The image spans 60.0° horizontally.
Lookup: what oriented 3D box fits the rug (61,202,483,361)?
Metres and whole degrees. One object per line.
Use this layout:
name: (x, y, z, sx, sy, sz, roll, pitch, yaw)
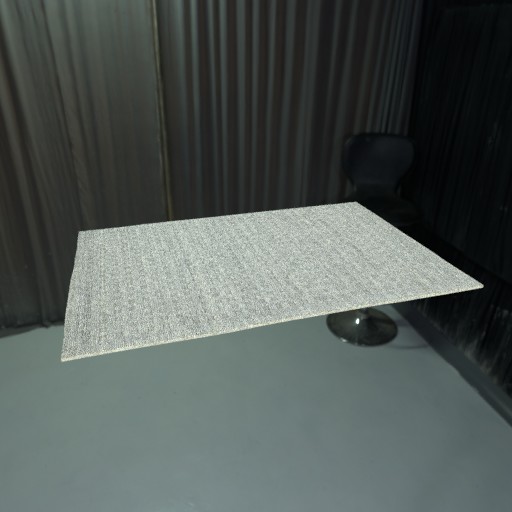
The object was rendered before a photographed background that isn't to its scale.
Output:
rug: (0.000, 0.000, 2.931, 2.297, 0.018, 1.532, -8, 27, -15)
